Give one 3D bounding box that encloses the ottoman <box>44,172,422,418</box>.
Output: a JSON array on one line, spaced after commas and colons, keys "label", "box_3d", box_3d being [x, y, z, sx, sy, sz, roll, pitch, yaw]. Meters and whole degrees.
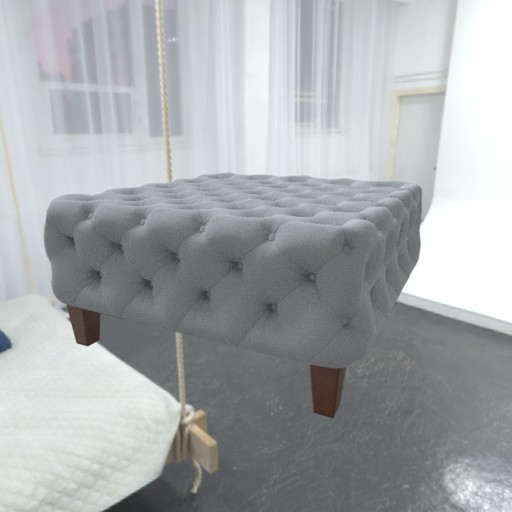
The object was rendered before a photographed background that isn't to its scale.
[{"label": "ottoman", "box_3d": [0.000, 0.000, 1.181, 0.758, 0.365, 0.764, 8, 18, 26]}]
